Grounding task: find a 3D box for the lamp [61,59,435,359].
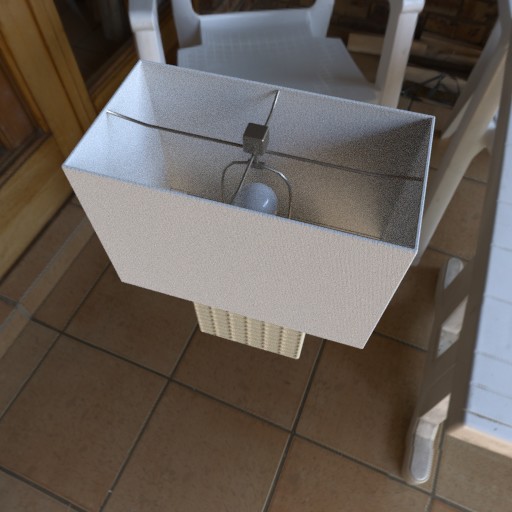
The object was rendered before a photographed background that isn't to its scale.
[{"bbox_3d":[0.000,0.000,0.705,0.380,0.515,0.200,14,59,9],"label":"lamp"}]
